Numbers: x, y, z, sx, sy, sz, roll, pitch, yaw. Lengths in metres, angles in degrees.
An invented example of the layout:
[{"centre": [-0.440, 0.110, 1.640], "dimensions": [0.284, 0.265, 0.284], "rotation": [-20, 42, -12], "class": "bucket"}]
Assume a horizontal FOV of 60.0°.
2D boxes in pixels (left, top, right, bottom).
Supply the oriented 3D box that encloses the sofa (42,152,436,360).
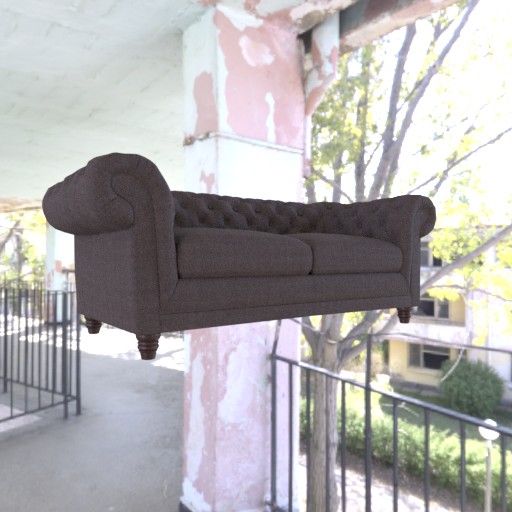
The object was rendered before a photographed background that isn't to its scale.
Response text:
[{"centre": [0.000, 0.000, 2.448], "dimensions": [2.048, 0.780, 0.944], "rotation": [0, 0, -36], "class": "sofa"}]
